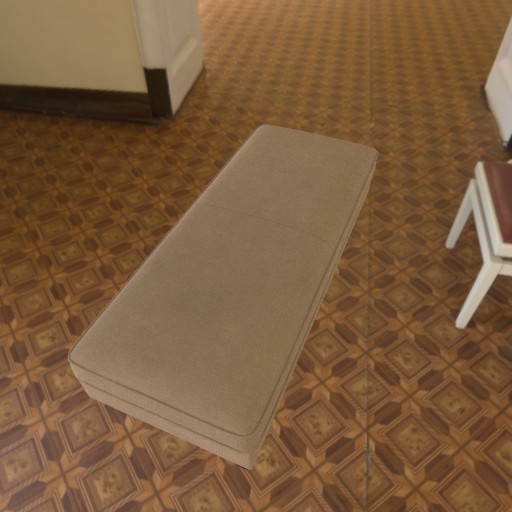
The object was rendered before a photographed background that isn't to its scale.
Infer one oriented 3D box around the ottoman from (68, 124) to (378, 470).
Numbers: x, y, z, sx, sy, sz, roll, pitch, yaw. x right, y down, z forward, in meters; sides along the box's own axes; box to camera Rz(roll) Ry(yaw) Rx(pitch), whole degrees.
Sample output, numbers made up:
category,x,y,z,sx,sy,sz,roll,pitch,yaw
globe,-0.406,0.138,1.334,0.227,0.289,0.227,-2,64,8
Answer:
category,x,y,z,sx,sy,sz,roll,pitch,yaw
ottoman,0.000,0.000,2.051,0.735,0.460,1.726,17,48,16
